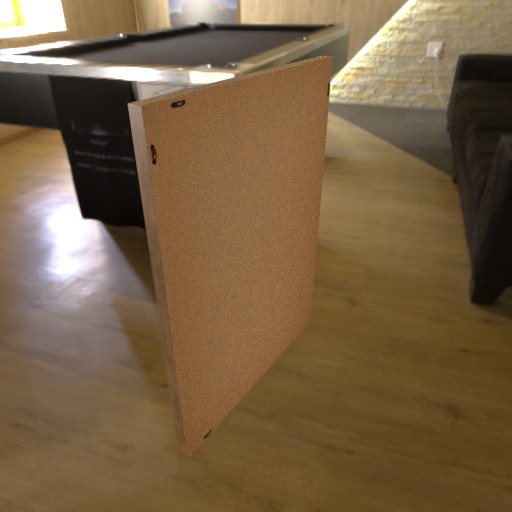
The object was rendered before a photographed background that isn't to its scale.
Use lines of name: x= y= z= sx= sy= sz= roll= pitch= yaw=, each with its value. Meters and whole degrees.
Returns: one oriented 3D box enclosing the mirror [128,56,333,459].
mirror: x=0.000 y=0.000 z=1.322 sx=0.041 sy=1.016 sz=0.762 roll=20 pitch=37 yaw=29
